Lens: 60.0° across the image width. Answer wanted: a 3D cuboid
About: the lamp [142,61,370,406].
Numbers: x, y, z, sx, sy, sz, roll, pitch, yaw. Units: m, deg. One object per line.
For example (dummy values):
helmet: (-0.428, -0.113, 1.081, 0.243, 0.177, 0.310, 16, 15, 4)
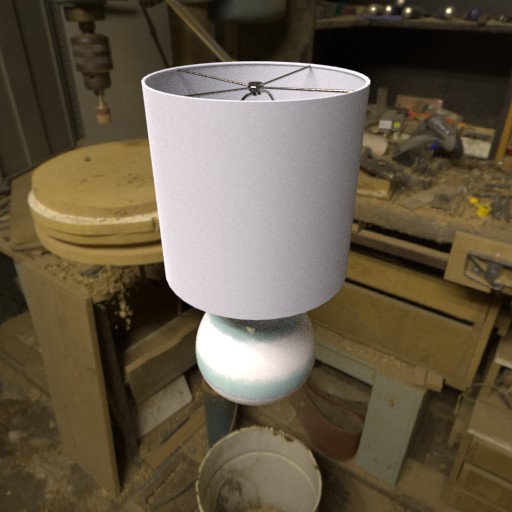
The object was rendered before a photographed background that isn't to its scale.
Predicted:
lamp: (0.000, 0.000, 0.533, 0.217, 0.404, 0.217, 20, 37, 30)
